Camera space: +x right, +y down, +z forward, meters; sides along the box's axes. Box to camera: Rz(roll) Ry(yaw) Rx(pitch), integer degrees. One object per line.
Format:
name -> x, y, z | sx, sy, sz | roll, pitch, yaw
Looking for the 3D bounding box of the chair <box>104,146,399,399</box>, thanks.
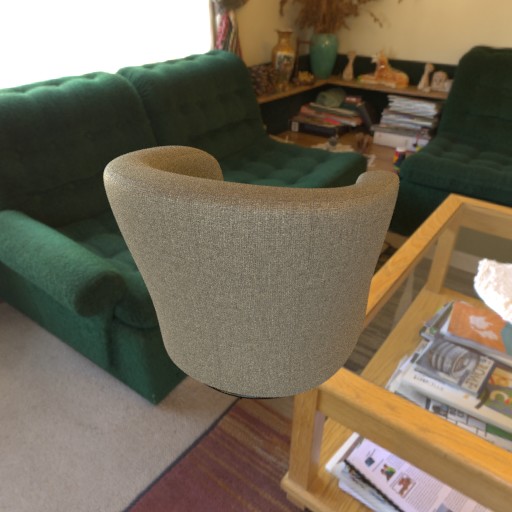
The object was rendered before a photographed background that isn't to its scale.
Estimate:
chair -> 0.000, 0.000, 1.429 | 0.791, 0.771, 0.815 | 11, 34, 17
